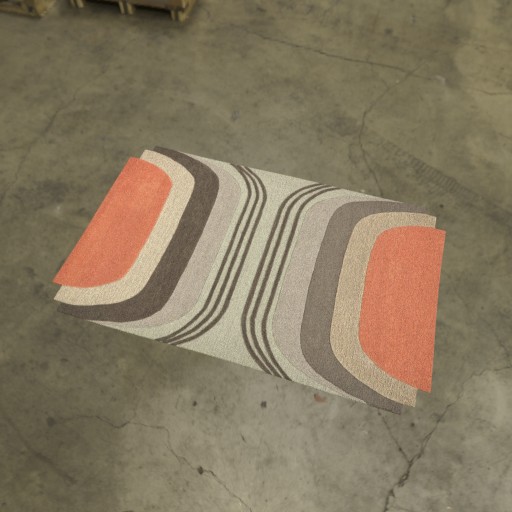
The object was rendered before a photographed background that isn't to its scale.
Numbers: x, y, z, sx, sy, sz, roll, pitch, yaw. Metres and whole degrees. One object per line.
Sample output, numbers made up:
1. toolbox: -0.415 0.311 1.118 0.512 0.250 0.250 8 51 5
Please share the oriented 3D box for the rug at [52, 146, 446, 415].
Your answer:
1. rug: 0.000 0.000 3.020 2.446 0.017 1.530 15 59 9
